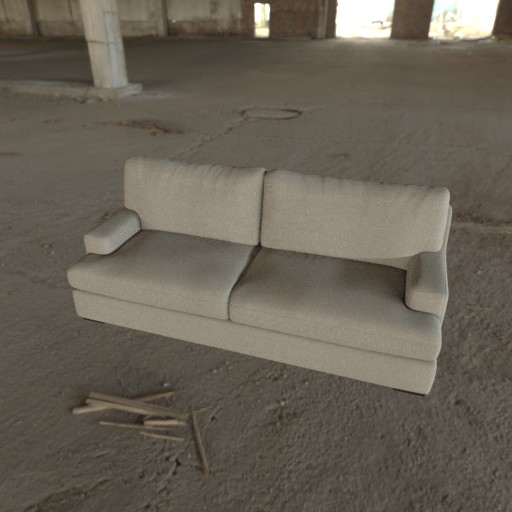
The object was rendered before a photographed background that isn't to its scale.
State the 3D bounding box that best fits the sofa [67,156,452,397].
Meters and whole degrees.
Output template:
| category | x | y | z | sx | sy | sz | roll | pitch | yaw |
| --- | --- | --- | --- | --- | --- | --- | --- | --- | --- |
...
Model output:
| category | x | y | z | sx | sy | sz | roll | pitch | yaw |
| --- | --- | --- | --- | --- | --- | --- | --- | --- | --- |
| sofa | 0.000 | 0.000 | 2.917 | 2.354 | 0.980 | 0.962 | 9 | 30 | 16 |
